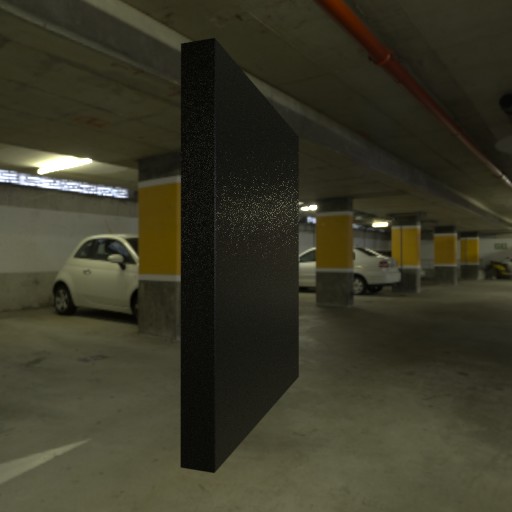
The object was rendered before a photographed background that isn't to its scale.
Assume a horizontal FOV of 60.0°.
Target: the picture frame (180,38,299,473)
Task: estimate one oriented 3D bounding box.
[{"bbox_3d":[0.000,0.000,0.546,0.034,0.378,0.328,0,0,18],"label":"picture frame"}]
